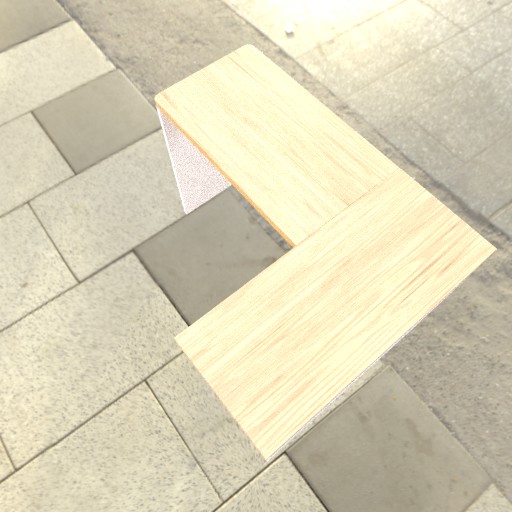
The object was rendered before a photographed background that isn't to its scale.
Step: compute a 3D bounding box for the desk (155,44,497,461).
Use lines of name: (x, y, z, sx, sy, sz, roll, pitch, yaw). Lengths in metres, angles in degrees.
desk: (0.000, 0.000, 1.734, 0.900, 0.760, 1.170, -36, 69, -16)
